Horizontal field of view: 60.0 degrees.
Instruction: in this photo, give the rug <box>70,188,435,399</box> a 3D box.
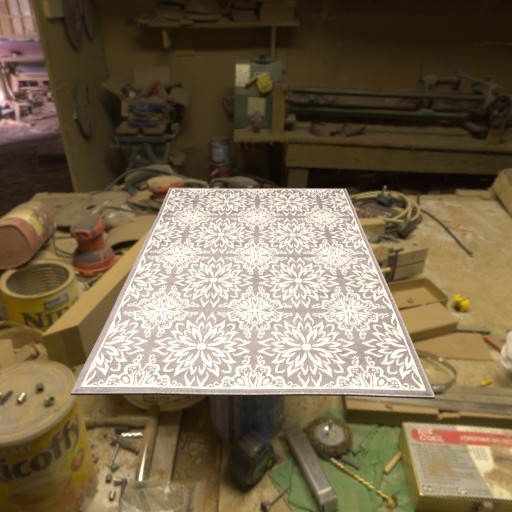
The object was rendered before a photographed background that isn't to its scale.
[{"bbox_3d":[0.000,0.000,2.275,1.224,0.012,1.847,0,30,1],"label":"rug"}]
